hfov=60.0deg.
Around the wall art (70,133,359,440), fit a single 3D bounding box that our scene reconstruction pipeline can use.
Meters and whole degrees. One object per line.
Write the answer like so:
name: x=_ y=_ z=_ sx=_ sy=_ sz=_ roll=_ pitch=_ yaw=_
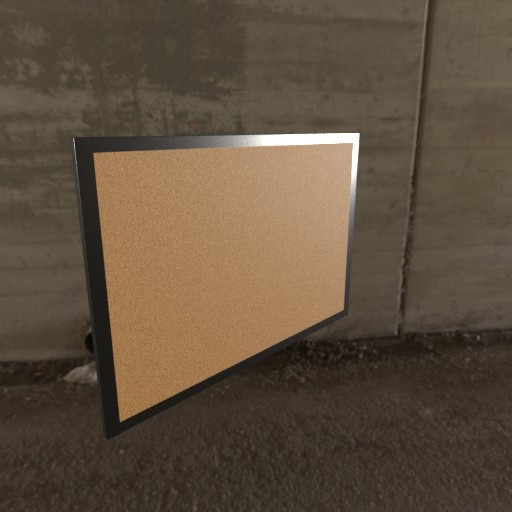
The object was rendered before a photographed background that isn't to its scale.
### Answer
wall art: x=0.000 y=0.000 z=1.045 sx=0.015 sy=0.552 sz=0.819 roll=15 pitch=22 yaw=42
